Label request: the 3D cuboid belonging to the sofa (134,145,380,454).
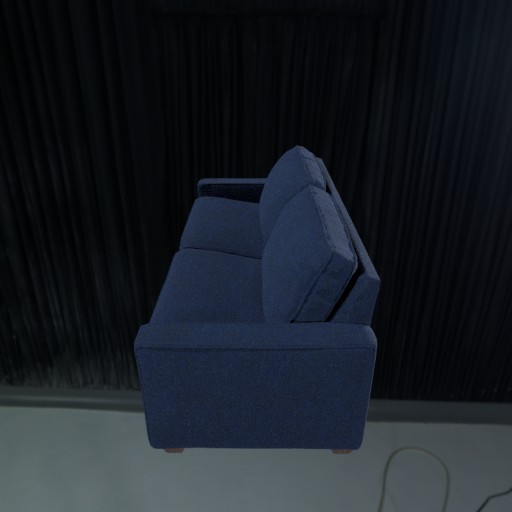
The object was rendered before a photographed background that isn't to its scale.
[{"bbox_3d":[0.000,0.000,2.590,0.940,0.919,2.080,0,27,0],"label":"sofa"}]
